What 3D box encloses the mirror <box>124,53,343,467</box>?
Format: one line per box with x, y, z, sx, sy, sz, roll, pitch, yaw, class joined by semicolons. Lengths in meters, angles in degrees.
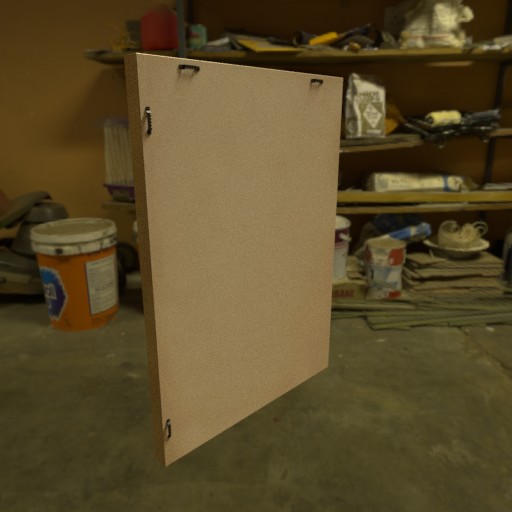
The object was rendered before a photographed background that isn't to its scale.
0.000;0.000;0.907;0.507;0.710;0.039;-16;23;-42;mirror
